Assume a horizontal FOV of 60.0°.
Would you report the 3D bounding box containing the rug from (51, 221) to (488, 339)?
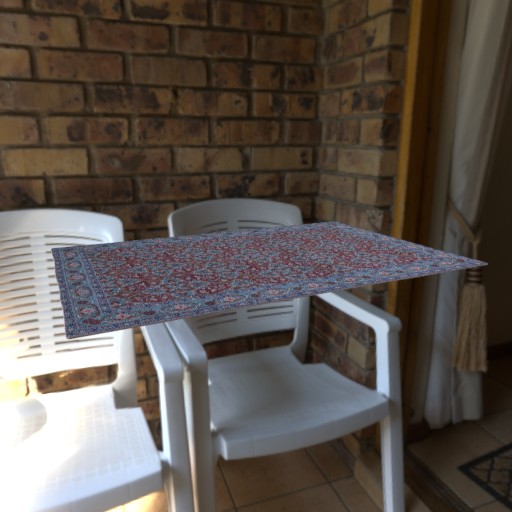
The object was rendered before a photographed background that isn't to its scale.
[{"bbox_3d":[0.000,0.000,2.209,1.829,0.009,1.219,-7,16,-25],"label":"rug"}]
